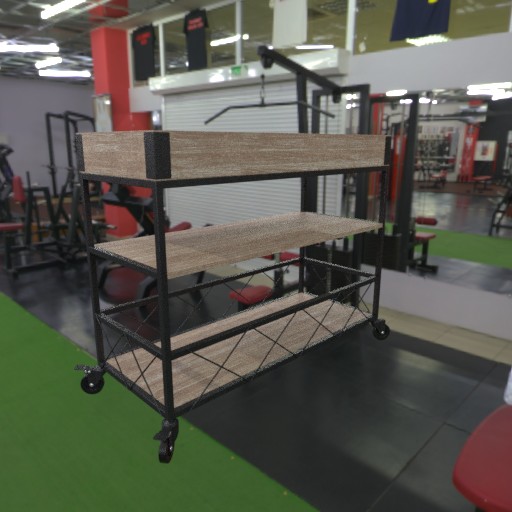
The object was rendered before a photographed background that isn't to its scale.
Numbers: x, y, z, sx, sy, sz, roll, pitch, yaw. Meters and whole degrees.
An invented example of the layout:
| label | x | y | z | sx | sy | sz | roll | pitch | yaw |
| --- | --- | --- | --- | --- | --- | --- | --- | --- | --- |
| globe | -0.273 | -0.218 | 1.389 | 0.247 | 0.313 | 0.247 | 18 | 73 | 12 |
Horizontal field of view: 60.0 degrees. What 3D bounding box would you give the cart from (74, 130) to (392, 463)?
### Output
| label | x | y | z | sx | sy | sz | roll | pitch | yaw |
| --- | --- | --- | --- | --- | --- | --- | --- | --- | --- |
| cart | 0.000 | 0.000 | 1.488 | 1.101 | 0.787 | 0.500 | -13 | 20 | -42 |
